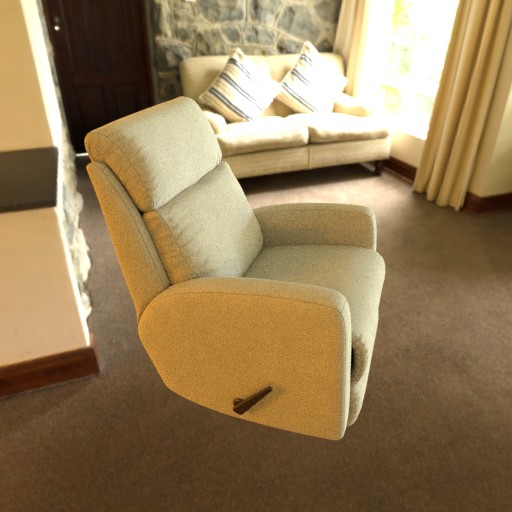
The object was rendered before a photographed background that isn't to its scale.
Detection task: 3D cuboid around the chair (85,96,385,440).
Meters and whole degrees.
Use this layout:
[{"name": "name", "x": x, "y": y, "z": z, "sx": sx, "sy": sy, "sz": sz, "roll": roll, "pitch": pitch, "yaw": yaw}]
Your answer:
[{"name": "chair", "x": 0.000, "y": 0.000, "z": 1.659, "sx": 0.941, "sy": 1.015, "sz": 0.812, "roll": 10, "pitch": 31, "yaw": 17}]
